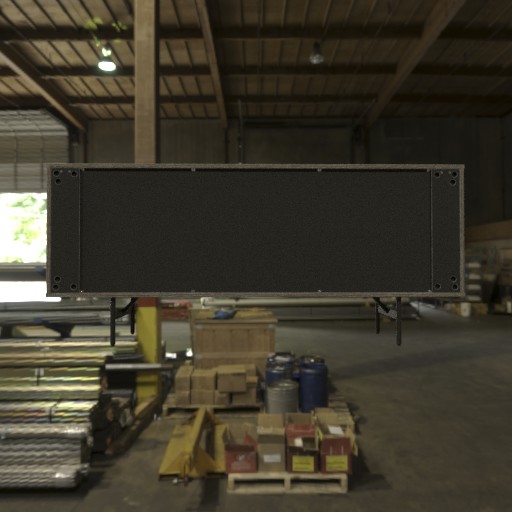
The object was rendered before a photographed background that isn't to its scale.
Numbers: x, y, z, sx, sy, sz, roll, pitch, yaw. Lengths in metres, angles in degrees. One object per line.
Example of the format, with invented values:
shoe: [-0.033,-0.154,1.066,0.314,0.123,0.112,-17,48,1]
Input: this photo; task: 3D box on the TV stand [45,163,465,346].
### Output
TV stand: [0.000,0.000,2.108,1.804,0.787,0.405,0,-1,-1]
